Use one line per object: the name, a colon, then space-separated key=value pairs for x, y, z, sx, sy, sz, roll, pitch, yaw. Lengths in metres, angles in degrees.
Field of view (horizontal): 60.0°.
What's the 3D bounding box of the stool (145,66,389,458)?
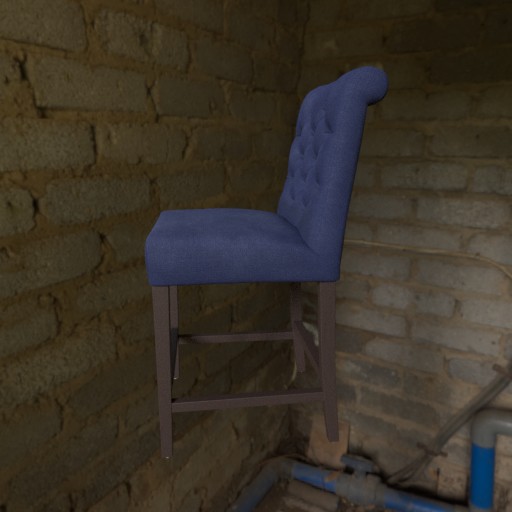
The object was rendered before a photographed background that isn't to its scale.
stool: x=0.000 y=0.000 z=1.336 sx=0.601 sy=1.010 sz=0.493 roll=-2 pitch=14 yaw=-7
